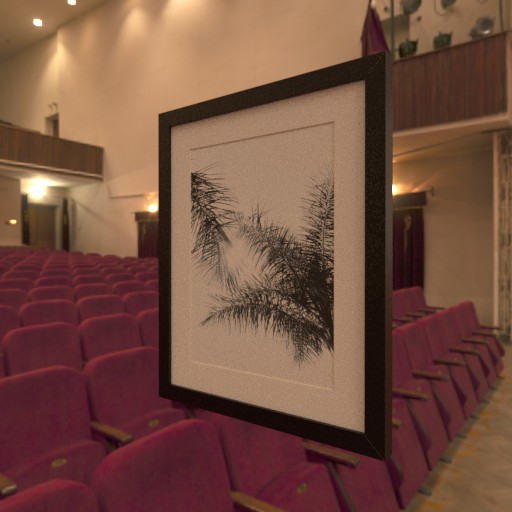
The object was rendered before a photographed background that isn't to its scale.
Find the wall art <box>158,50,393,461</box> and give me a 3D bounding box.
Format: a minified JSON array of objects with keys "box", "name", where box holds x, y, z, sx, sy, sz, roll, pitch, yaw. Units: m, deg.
[{"box":[0.000,0.000,0.748,0.457,0.557,0.028,0,0,37],"name":"wall art"}]
